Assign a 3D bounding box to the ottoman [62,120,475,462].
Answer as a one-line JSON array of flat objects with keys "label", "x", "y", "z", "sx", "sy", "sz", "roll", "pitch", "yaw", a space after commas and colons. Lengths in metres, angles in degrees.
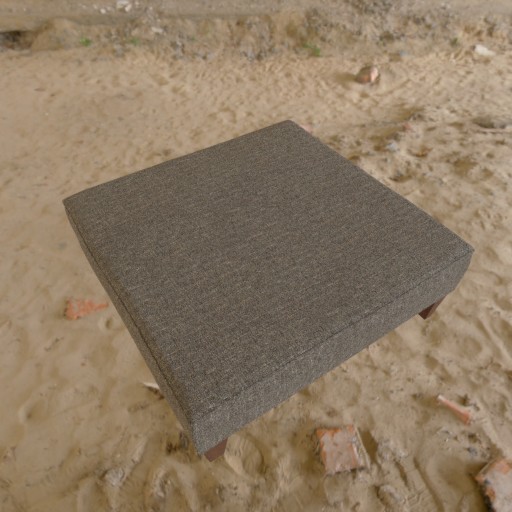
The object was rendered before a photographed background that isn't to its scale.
[{"label": "ottoman", "x": 0.000, "y": 0.000, "z": 1.561, "sx": 1.016, "sy": 0.379, "sz": 0.981, "roll": -26, "pitch": 51, "yaw": -23}]
